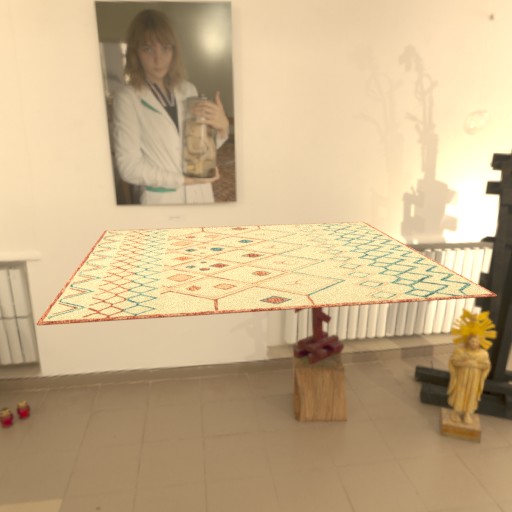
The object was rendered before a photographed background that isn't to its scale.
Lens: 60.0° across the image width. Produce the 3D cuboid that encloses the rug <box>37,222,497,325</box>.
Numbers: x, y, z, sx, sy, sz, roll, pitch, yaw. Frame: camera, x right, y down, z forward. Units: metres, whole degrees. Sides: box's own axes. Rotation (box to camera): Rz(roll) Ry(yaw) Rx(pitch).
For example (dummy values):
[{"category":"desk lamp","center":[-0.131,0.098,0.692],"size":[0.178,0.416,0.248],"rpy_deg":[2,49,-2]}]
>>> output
[{"category":"rug","center":[0.000,0.000,4.039],"size":[3.050,0.016,2.441],"rpy_deg":[-3,17,-8]}]
